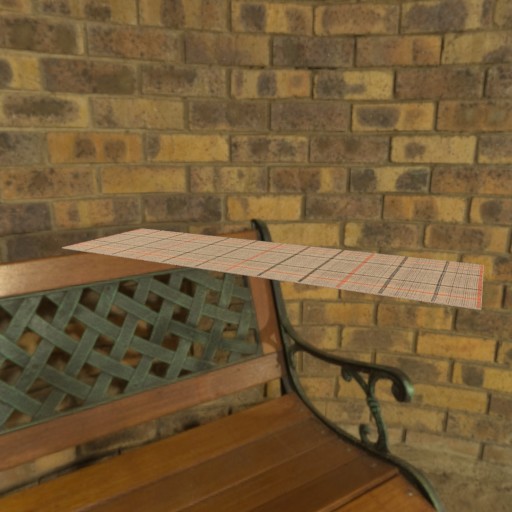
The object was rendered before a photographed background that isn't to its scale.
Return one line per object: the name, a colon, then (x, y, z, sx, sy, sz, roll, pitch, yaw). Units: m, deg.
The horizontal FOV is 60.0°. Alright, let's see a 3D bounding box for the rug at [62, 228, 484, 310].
rug: (0.000, 0.000, 2.663, 2.439, 0.008, 0.762, 7, 16, 26)
